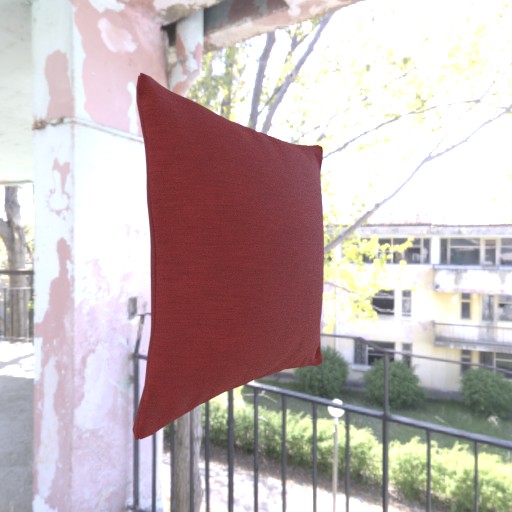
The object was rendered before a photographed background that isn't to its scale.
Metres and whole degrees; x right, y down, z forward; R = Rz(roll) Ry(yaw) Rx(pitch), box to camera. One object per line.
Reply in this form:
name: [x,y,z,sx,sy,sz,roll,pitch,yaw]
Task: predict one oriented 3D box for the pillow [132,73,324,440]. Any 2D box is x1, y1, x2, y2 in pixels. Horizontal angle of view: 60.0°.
pillow: [0.000,0.000,0.668,0.151,0.416,0.435,0,0,36]
